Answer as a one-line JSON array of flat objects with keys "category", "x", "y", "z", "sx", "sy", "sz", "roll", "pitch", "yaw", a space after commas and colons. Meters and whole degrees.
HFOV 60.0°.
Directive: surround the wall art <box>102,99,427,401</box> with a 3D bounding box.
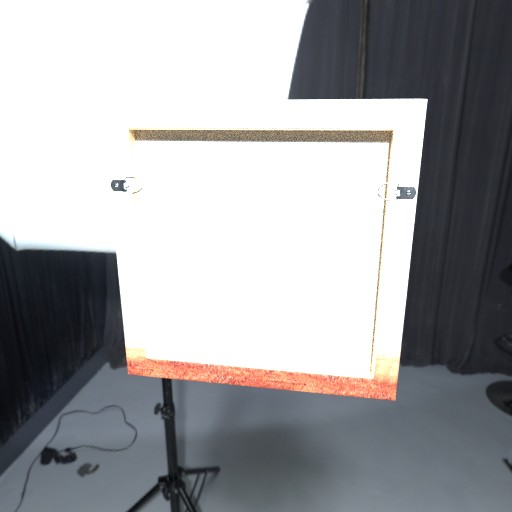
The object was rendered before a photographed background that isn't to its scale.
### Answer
[{"category": "wall art", "x": 0.000, "y": 0.000, "z": 1.147, "sx": 0.760, "sy": 0.760, "sz": 0.042, "roll": 3, "pitch": 17, "yaw": 9}]
